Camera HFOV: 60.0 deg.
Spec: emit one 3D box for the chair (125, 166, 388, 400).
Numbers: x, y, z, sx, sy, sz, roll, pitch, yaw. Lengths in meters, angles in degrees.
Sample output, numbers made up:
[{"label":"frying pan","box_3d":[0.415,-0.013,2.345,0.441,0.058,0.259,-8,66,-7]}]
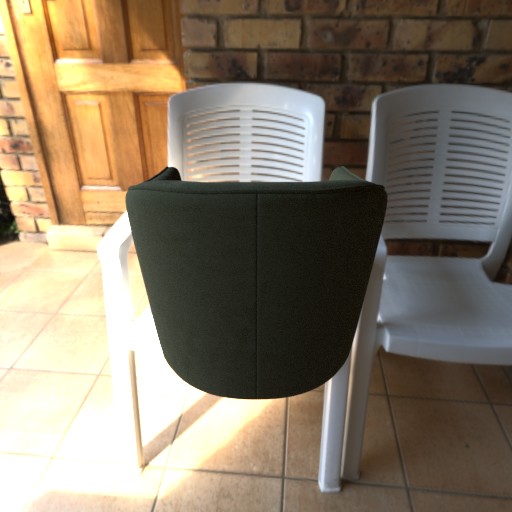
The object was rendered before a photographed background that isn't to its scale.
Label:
[{"label":"chair","box_3d":[0.000,0.000,1.489,0.747,0.799,0.875,0,29,0]}]
